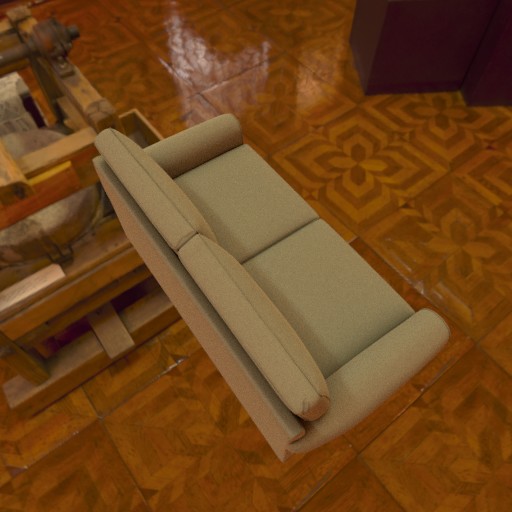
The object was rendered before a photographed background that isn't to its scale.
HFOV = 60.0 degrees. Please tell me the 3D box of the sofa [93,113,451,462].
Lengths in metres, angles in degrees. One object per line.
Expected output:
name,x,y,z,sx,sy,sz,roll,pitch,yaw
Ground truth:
sofa,0.000,0.000,2.391,0.940,0.952,1.930,-31,63,-18
